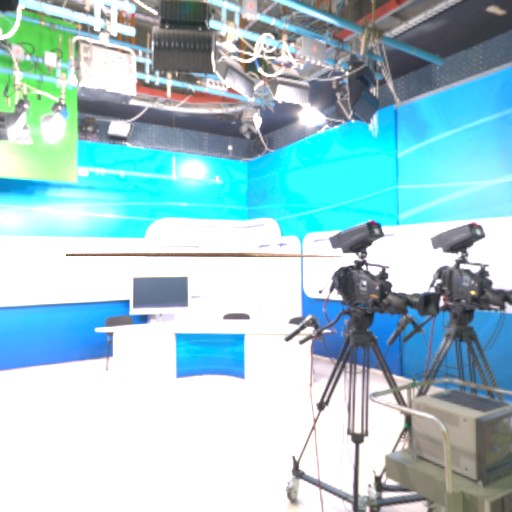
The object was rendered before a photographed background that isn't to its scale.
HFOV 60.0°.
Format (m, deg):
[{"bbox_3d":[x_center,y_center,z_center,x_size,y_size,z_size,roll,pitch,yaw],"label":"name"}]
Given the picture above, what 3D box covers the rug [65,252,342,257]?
[{"bbox_3d":[0.000,0.000,2.716,0.760,0.015,2.435,0,0,18],"label":"rug"}]
